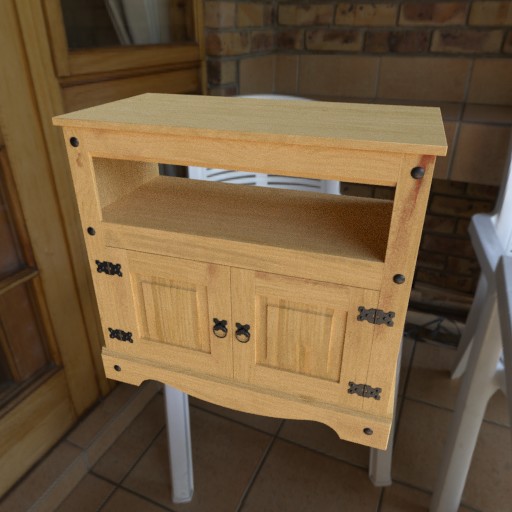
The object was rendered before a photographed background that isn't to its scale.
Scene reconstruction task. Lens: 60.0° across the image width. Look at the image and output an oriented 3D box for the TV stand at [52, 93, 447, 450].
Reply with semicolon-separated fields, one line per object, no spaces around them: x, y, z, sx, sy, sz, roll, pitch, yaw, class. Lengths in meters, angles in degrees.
0.000;0.000;1.259;0.851;0.787;0.430;9;29;16;TV stand
